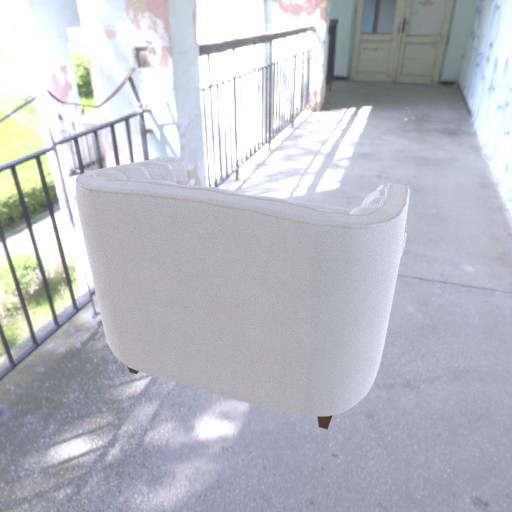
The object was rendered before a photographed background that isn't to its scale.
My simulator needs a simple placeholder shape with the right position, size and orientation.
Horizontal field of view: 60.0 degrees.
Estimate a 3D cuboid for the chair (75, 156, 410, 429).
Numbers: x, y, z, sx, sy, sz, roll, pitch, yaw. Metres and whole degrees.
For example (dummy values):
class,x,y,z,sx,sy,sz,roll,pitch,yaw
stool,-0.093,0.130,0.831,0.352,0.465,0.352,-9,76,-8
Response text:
class,x,y,z,sx,sy,sz,roll,pitch,yaw
chair,0.000,0.000,1.761,1.104,0.852,0.941,10,32,17
